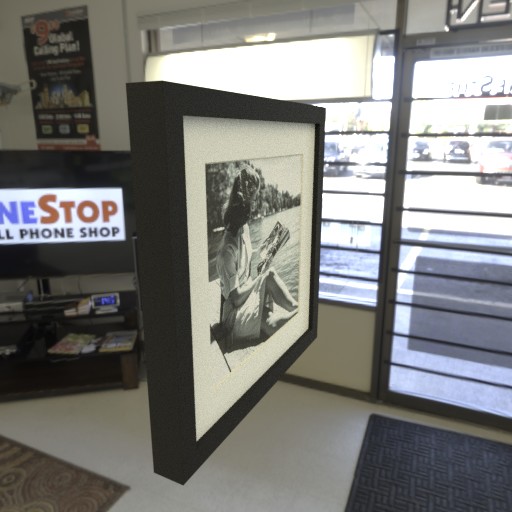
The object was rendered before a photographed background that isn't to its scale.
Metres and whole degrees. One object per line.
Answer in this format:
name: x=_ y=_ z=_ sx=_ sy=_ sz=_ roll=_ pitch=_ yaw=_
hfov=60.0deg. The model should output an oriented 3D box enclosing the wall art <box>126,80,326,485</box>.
wall art: x=0.000 y=0.000 z=0.455 sx=0.030 sy=0.305 sz=0.308 roll=8 pitch=17 yaw=27
